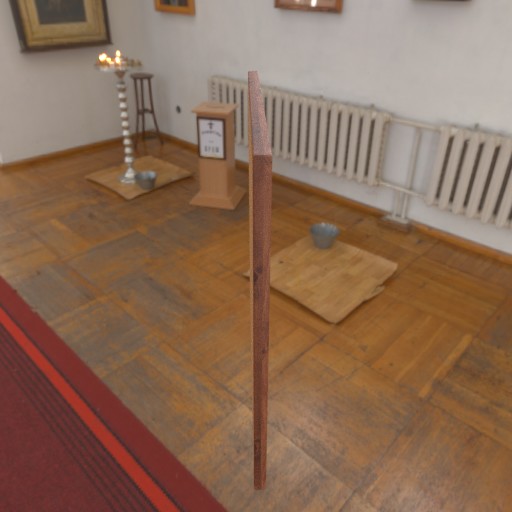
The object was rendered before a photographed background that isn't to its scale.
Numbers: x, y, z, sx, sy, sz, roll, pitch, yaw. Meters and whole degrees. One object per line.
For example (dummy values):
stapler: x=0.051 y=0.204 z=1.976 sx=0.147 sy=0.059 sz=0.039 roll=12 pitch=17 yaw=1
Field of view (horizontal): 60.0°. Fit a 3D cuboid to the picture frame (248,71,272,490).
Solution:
picture frame: x=0.000 y=0.000 z=1.196 sx=0.029 sy=0.817 sz=0.810 roll=-1 pitch=31 yaw=-1
